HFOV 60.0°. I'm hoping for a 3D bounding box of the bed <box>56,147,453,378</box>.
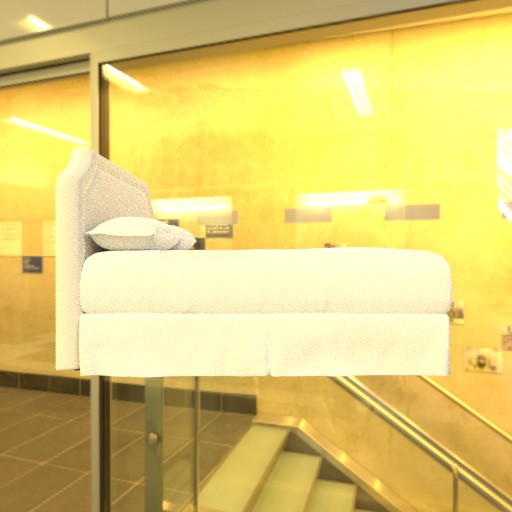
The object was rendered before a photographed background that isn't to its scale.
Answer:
[{"bbox_3d":[0.000,0.000,3.816,2.548,1.524,2.134,0,1,0],"label":"bed"}]
